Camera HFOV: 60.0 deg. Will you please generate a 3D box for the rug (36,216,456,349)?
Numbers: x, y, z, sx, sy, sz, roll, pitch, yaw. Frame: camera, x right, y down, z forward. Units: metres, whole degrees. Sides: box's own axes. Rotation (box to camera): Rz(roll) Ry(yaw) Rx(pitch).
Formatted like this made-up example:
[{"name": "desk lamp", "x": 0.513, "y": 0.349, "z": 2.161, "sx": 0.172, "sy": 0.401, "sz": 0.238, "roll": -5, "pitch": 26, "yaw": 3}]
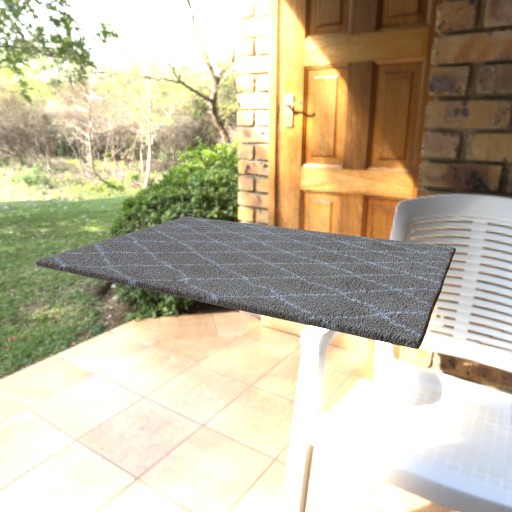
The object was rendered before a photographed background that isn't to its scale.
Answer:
[{"name": "rug", "x": 0.000, "y": 0.000, "z": 2.255, "sx": 1.778, "sy": 0.030, "sz": 1.219, "roll": 9, "pitch": 19, "yaw": 27}]
